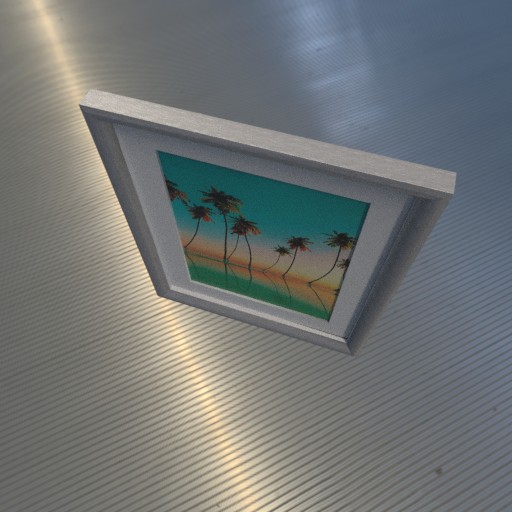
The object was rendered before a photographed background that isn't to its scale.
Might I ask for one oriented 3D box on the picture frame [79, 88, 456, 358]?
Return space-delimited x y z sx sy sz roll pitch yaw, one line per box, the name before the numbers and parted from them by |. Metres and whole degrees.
picture frame | 0.000 0.000 0.534 0.327 0.378 0.027 16 60 9
